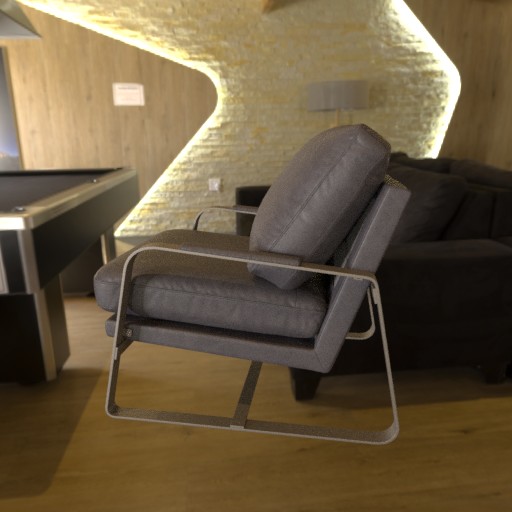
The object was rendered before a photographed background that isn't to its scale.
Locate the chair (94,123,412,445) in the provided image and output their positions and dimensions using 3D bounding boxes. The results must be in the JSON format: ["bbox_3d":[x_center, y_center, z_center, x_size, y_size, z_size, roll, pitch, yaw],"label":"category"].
[{"bbox_3d":[0.000,0.000,1.472,0.878,0.839,0.692,2,15,9],"label":"chair"}]
